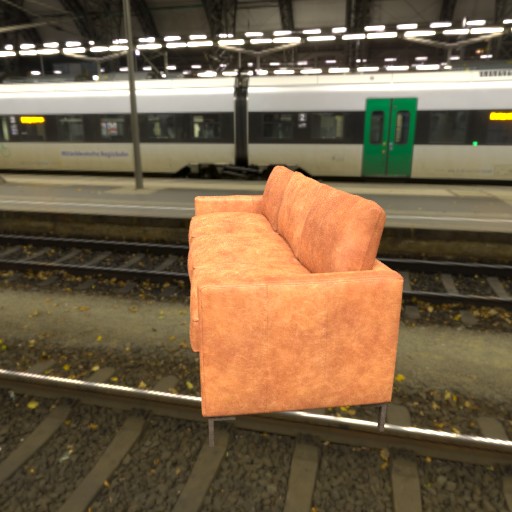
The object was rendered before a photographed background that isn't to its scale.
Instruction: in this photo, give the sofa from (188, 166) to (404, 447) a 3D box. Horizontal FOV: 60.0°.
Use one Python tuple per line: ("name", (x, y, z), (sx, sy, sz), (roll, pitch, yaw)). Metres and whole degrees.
("sofa", (0.000, 0.000, 2.448), (0.748, 0.863, 2.029), (-2, 16, -8))
